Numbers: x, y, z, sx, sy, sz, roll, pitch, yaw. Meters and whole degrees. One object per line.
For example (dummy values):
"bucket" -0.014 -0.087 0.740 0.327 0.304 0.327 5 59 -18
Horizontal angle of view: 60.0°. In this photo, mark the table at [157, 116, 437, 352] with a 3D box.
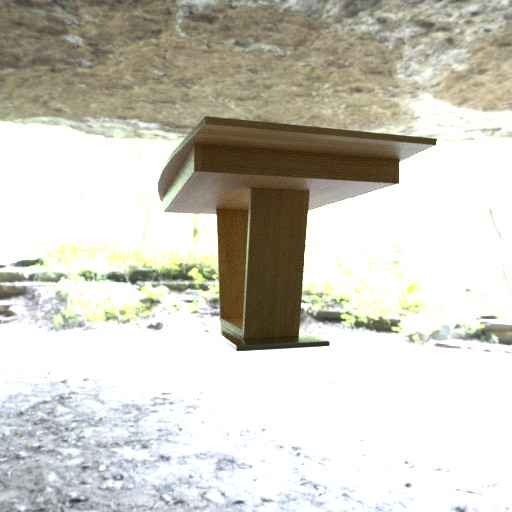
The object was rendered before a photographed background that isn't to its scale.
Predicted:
"table" 0.000 0.000 2.110 0.900 0.748 1.598 0 -1 -17
